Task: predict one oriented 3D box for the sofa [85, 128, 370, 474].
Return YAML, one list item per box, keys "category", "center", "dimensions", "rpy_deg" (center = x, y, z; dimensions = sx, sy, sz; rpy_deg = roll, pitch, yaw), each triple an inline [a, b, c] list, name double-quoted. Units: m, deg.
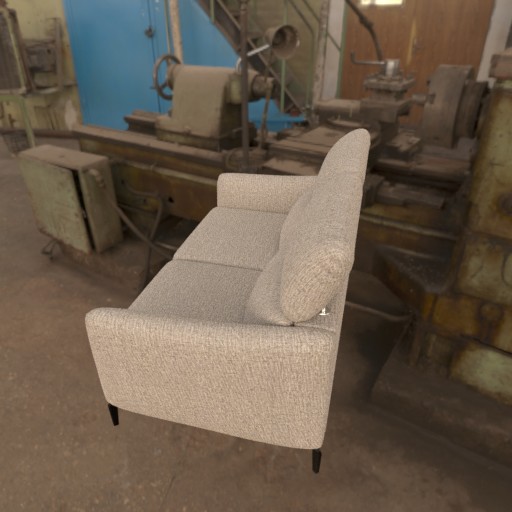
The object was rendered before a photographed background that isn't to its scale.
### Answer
- category: "sofa"
  center: [0.000, 0.000, 2.086]
  dimensions: [0.905, 0.950, 1.540]
  rpy_deg: [8, 31, 13]
